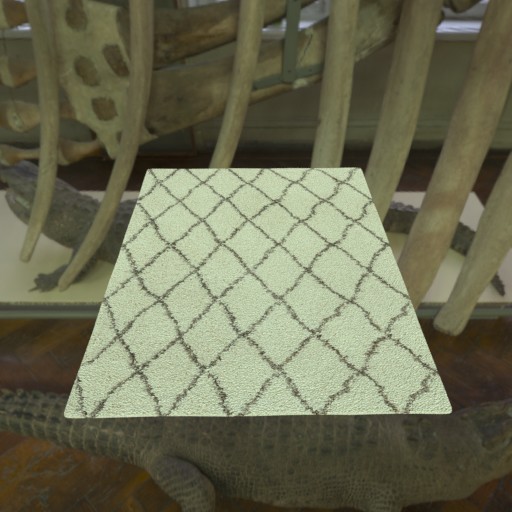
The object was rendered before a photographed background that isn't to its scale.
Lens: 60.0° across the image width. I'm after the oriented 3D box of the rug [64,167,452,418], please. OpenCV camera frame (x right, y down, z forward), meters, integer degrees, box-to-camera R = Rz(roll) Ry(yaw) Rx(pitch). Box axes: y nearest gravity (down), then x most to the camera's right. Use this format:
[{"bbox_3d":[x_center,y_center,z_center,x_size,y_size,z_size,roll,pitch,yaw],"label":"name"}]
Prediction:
[{"bbox_3d":[0.000,0.000,3.917,2.438,0.029,3.047,0,41,0],"label":"rug"}]
